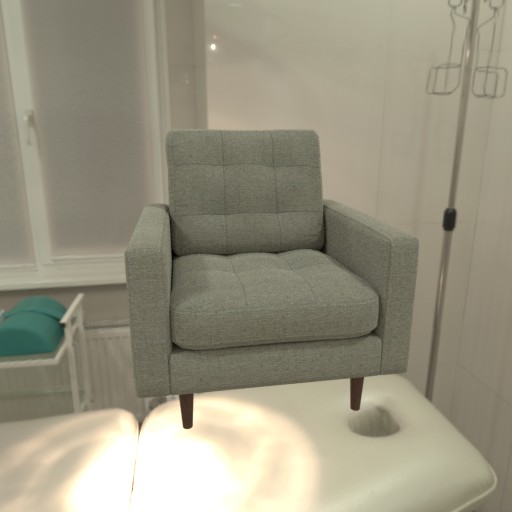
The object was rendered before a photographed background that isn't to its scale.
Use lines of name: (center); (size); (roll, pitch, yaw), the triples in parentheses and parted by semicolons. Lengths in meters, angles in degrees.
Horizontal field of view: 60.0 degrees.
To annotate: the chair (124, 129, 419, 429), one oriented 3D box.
chair: (0.000, 0.000, 1.587); (0.821, 0.880, 0.843); (-3, 16, -10)
